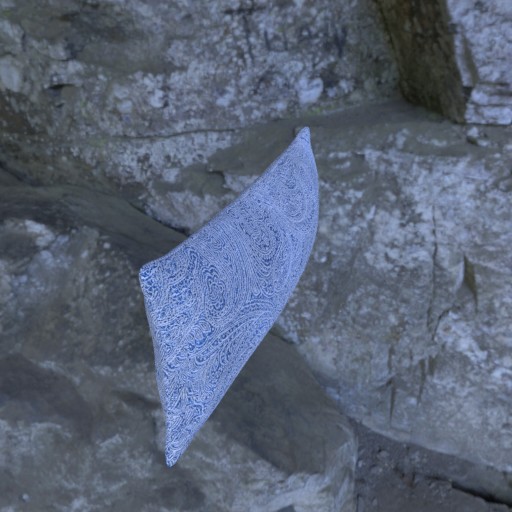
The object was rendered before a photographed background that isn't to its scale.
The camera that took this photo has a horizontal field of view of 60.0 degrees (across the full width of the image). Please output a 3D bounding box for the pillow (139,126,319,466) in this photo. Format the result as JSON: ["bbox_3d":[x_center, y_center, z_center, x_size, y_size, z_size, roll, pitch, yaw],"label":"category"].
[{"bbox_3d":[0.000,0.000,0.741,0.151,0.295,0.615,10,31,18],"label":"pillow"}]
